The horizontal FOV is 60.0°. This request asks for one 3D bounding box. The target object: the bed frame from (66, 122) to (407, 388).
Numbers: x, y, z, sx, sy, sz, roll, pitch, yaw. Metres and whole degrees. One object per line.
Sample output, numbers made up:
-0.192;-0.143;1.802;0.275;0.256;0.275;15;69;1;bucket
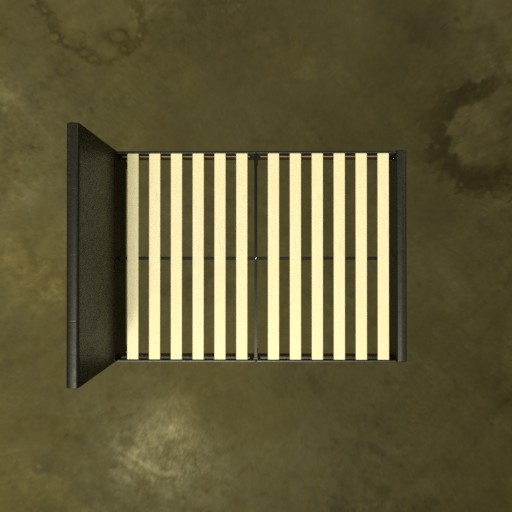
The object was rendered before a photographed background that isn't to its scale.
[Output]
0.000;0.000;3.261;2.318;1.127;1.634;0;90;0;bed frame
